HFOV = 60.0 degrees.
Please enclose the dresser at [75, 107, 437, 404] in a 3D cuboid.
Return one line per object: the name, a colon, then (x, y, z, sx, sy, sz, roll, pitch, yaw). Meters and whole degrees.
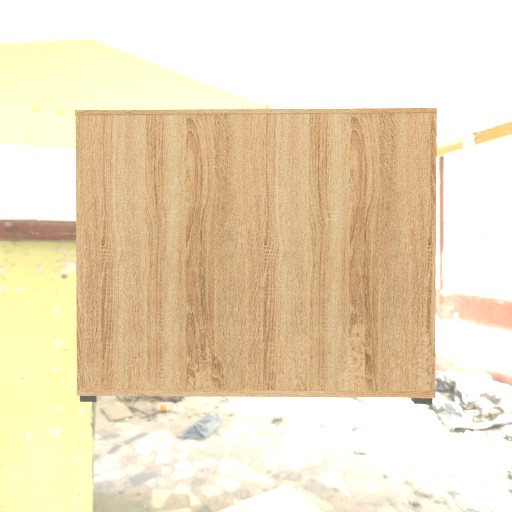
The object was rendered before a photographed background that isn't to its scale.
dresser: (0.000, 0.000, 1.575, 1.100, 0.900, 0.450, 0, 1, 1)
